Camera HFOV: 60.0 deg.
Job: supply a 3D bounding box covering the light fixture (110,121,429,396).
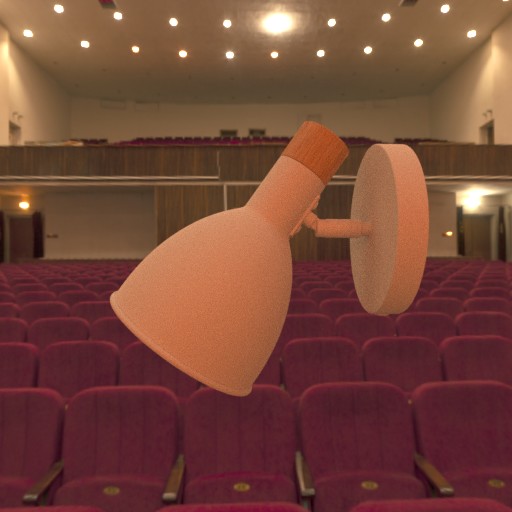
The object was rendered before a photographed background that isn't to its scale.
[{"bbox_3d":[0.000,0.000,0.330,0.209,0.199,0.127,0,-1,-1],"label":"light fixture"}]
